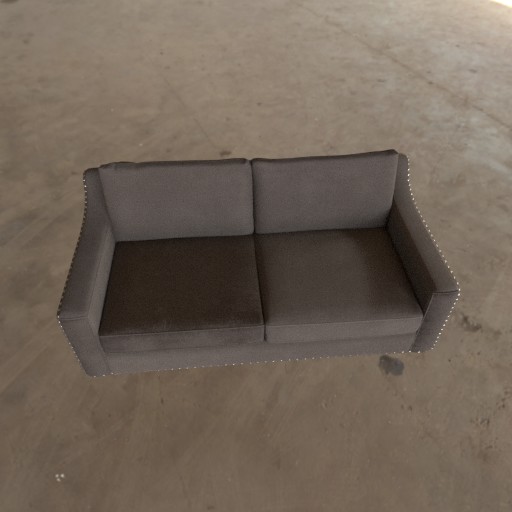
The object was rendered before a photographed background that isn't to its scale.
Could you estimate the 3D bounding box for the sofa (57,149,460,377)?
[{"bbox_3d":[0.000,0.000,3.313,2.550,1.196,1.336,-3,45,-3],"label":"sofa"}]
